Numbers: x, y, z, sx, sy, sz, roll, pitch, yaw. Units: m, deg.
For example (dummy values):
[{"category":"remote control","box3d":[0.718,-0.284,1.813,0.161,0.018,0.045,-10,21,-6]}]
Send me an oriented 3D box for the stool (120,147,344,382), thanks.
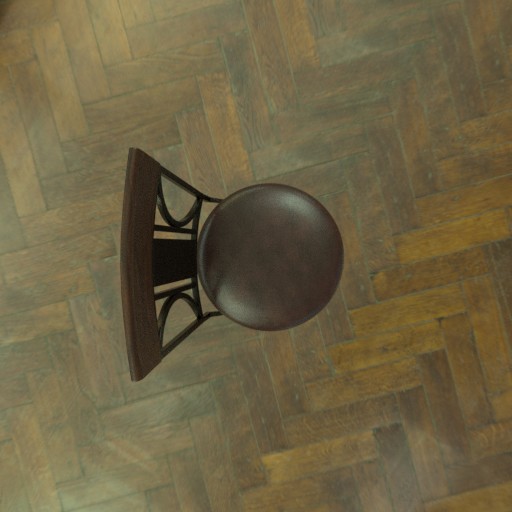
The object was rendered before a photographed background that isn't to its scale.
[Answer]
[{"category":"stool","box3d":[0.000,0.000,1.405,0.513,1.130,0.448,0,92,0]}]
